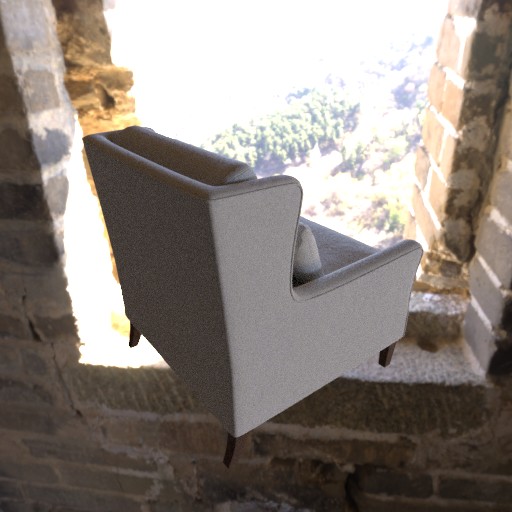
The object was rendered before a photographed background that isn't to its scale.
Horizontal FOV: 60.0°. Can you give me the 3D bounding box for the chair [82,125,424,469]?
[{"bbox_3d":[0.000,0.000,1.893,1.040,1.056,0.982,-19,33,-33],"label":"chair"}]
